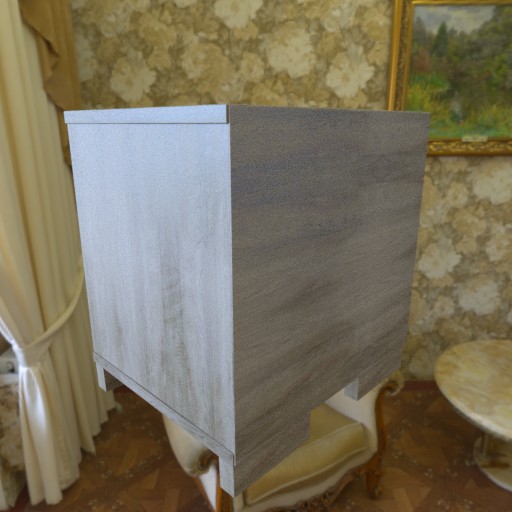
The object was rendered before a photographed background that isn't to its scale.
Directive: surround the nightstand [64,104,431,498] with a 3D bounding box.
[{"bbox_3d":[0.000,0.000,0.723,0.347,0.448,0.427,16,23,42],"label":"nightstand"}]
